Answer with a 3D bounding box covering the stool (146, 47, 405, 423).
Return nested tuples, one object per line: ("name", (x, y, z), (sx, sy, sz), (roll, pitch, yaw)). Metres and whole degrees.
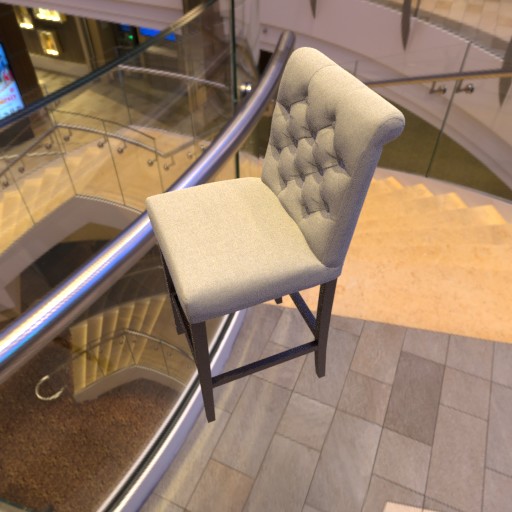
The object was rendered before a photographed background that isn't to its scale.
("stool", (0.000, 0.000, 1.485), (0.601, 1.140, 0.493), (-16, 47, -16))
